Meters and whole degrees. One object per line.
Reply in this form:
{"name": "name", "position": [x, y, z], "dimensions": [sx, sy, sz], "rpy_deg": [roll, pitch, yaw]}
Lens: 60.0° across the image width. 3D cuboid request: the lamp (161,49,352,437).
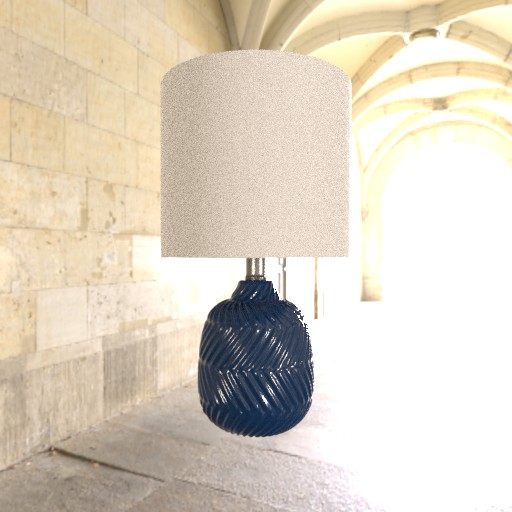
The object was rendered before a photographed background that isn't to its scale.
{"name": "lamp", "position": [0.000, 0.000, 0.483], "dimensions": [0.203, 0.368, 0.203], "rpy_deg": [0, 0, -19]}
